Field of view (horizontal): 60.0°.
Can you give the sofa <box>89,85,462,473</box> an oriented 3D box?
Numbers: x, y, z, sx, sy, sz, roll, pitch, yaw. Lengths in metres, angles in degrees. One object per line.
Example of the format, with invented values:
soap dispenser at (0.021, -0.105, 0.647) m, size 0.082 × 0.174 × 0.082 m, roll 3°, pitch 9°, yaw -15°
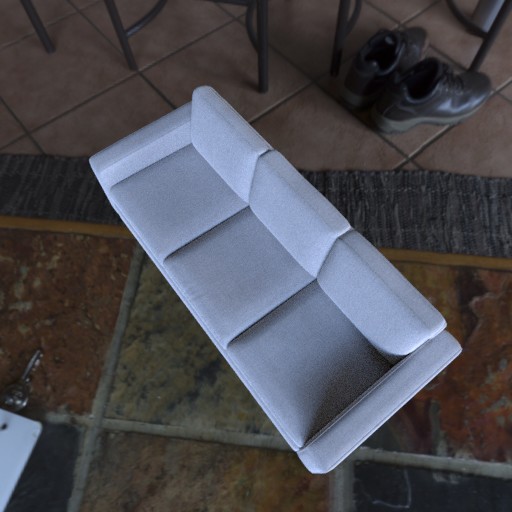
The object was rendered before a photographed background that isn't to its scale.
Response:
sofa at (0.000, 0.000, 2.496) m, size 0.900 × 0.800 × 2.120 m, roll -35°, pitch 69°, yaw -16°
